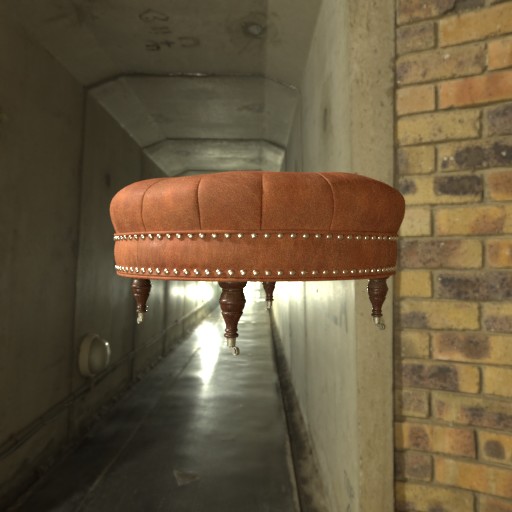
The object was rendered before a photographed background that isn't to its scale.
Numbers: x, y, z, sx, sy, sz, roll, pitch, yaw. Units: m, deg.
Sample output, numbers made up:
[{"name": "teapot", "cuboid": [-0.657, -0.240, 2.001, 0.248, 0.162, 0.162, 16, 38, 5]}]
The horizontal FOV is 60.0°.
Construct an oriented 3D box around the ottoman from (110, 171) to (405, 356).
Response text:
[{"name": "ottoman", "cuboid": [0.000, 0.000, 1.399, 0.901, 0.444, 0.901, 0, 1, 0]}]
